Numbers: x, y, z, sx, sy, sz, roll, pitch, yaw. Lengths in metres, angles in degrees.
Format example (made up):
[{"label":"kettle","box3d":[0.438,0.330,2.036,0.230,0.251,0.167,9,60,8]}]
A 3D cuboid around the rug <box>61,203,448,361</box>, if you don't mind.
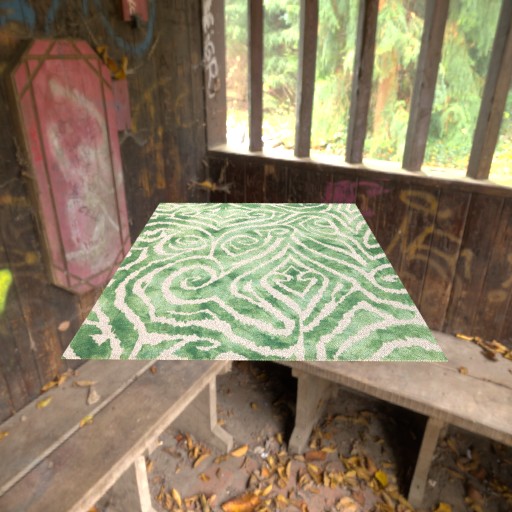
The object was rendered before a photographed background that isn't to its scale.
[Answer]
[{"label":"rug","box3d":[0.000,0.000,4.162,2.436,0.007,3.045,0,25,1]}]
